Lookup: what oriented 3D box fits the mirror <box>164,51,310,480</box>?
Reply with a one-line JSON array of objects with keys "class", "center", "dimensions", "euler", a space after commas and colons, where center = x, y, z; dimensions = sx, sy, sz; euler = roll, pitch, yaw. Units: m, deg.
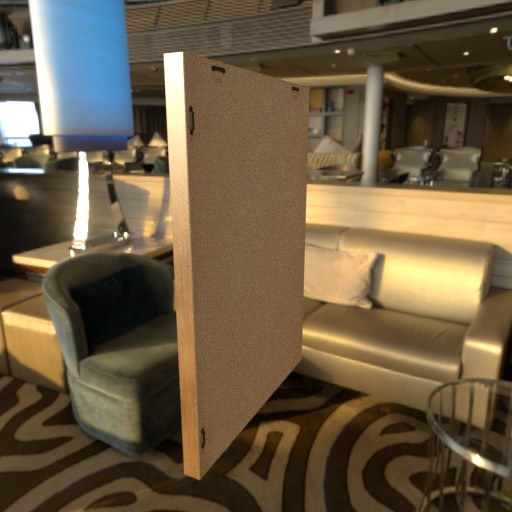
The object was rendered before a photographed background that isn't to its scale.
[{"class": "mirror", "center": [0.000, 0.000, 0.930], "dimensions": [0.039, 0.711, 0.508], "euler": [7, 17, 26]}]
